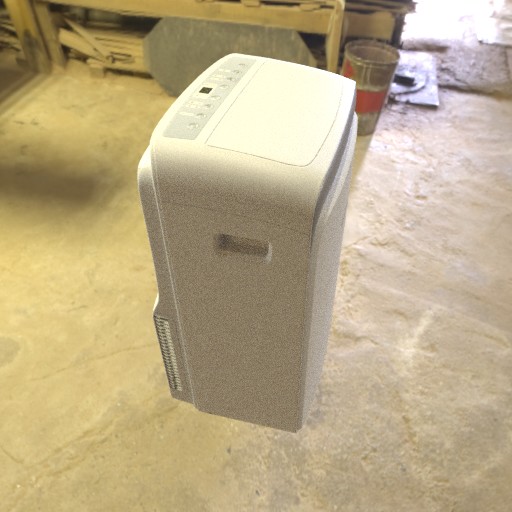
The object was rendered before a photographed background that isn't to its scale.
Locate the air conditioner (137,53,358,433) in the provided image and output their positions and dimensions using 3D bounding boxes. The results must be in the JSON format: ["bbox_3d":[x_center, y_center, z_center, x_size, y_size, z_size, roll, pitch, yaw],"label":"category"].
[{"bbox_3d":[0.000,0.000,0.940,0.365,0.700,0.454,12,46,12],"label":"air conditioner"}]
